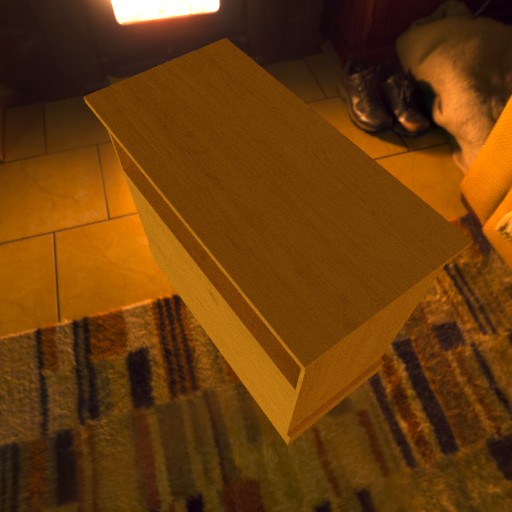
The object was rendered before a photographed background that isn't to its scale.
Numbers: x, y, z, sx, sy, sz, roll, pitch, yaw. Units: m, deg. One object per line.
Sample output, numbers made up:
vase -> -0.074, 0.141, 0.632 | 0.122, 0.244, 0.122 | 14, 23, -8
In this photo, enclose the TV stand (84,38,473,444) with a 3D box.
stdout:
TV stand -> 0.000, 0.000, 1.309 | 0.430, 0.787, 0.851 | -32, 63, -19
